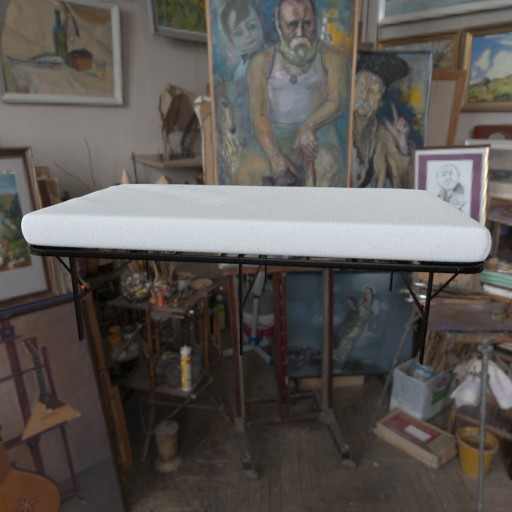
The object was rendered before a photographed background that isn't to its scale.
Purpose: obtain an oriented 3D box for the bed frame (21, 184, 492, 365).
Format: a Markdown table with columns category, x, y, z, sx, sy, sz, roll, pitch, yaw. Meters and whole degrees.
| category | x | y | z | sx | sy | sz | roll | pitch | yaw |
| --- | --- | --- | --- | --- | --- | --- | --- | --- | --- |
| bed frame | 0.000 | 0.000 | 2.269 | 1.903 | 0.619 | 0.989 | 2 | 17 | 8 |
